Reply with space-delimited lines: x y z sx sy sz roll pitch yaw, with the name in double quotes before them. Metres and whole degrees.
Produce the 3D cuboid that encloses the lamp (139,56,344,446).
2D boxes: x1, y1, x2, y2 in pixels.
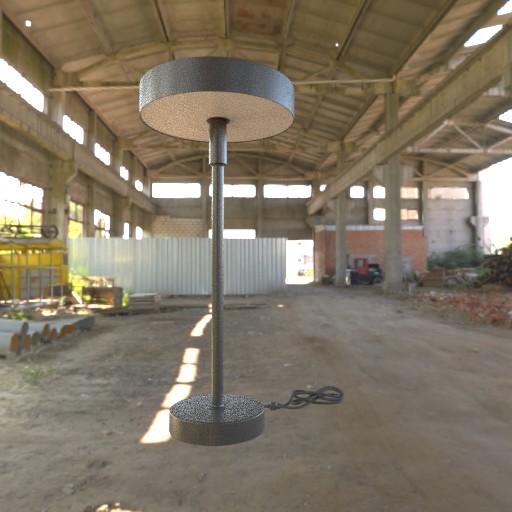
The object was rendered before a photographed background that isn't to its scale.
"lamp" 0.000 0.000 0.702 0.369 0.508 0.229 1 -2 -36
